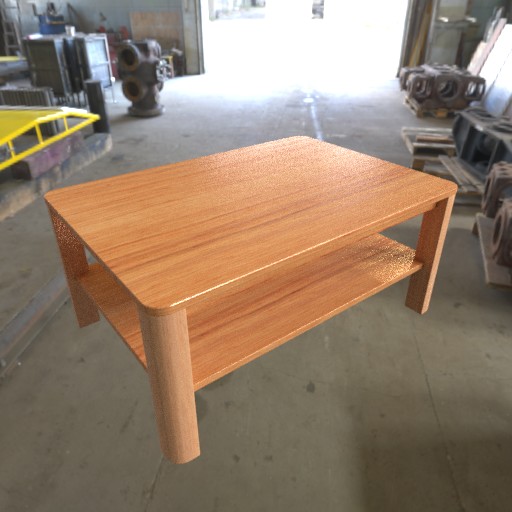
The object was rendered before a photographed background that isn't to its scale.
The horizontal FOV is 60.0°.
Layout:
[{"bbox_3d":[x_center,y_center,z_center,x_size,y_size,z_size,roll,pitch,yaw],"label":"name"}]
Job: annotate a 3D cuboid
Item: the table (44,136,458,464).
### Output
[{"bbox_3d":[0.000,0.000,1.383,0.997,0.445,0.696,-21,36,-32],"label":"table"}]
